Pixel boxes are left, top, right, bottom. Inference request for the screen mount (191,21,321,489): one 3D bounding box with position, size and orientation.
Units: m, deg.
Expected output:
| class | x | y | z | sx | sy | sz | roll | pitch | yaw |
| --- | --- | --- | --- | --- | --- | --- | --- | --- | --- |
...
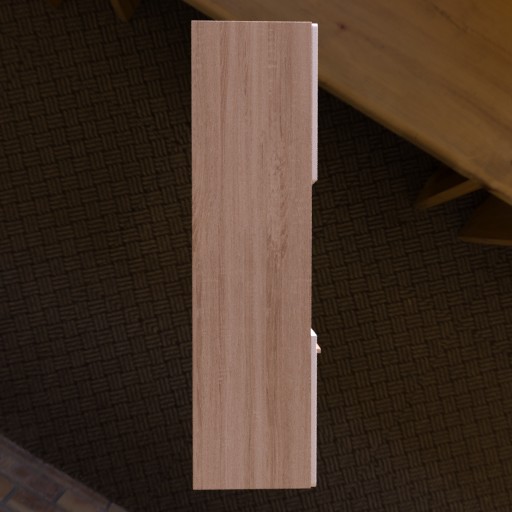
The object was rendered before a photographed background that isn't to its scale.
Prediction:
| class | x | y | z | sx | sy | sz | roll | pitch | yaw |
| --- | --- | --- | --- | --- | --- | --- | --- | --- | --- |
| screen mount | 0.000 | 0.000 | 1.706 | 0.420 | 0.570 | 1.500 | 0 | 91 | -1 |
